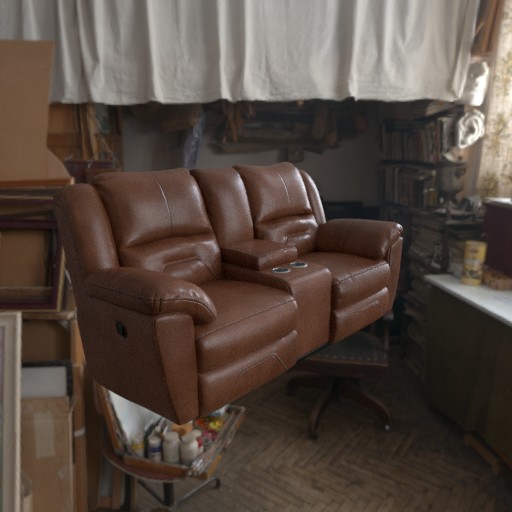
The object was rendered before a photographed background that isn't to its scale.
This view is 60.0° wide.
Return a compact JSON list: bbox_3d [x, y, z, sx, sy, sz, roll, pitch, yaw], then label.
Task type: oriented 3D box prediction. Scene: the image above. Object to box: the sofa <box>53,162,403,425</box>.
[{"bbox_3d":[0.000,0.000,2.662,0.991,1.043,2.058,13,19,42],"label":"sofa"}]
